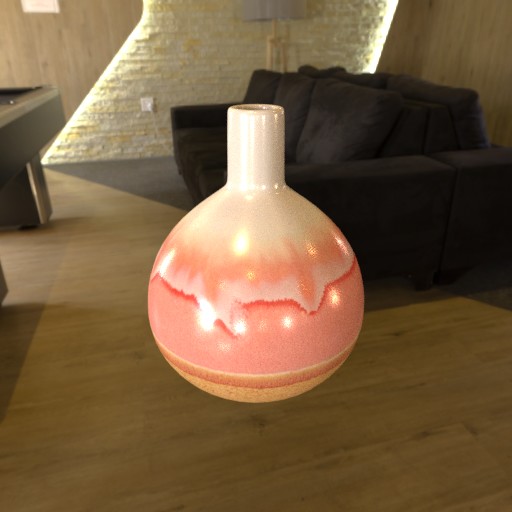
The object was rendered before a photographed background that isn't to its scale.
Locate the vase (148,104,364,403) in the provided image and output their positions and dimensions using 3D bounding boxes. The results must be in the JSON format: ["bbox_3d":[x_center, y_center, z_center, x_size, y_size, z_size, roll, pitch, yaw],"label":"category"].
[{"bbox_3d":[0.000,0.000,0.275,0.137,0.176,0.137,0,25,0],"label":"vase"}]
